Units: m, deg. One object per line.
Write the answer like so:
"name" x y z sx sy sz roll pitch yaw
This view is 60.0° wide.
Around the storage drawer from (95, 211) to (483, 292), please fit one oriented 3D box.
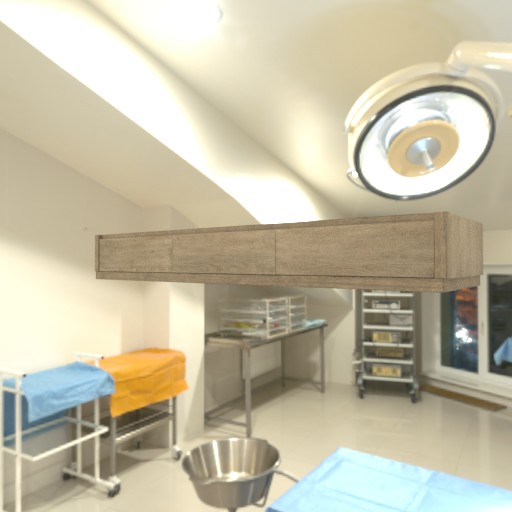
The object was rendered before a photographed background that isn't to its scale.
"storage drawer" 0.000 0.000 2.353 2.072 0.274 0.591 -1 -1 38
